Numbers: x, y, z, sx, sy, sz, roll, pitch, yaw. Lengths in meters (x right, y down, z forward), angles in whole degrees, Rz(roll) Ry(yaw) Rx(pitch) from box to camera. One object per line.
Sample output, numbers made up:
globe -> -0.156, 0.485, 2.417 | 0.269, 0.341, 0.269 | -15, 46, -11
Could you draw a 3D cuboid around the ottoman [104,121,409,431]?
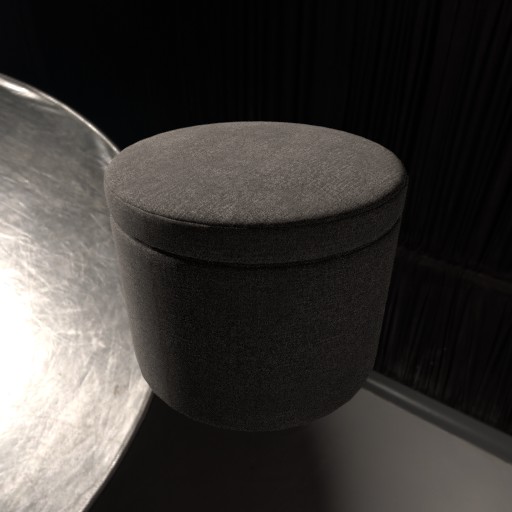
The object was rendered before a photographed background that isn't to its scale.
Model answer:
ottoman -> 0.000, 0.000, 0.847 | 0.500, 0.419, 0.500 | 0, 31, 0
